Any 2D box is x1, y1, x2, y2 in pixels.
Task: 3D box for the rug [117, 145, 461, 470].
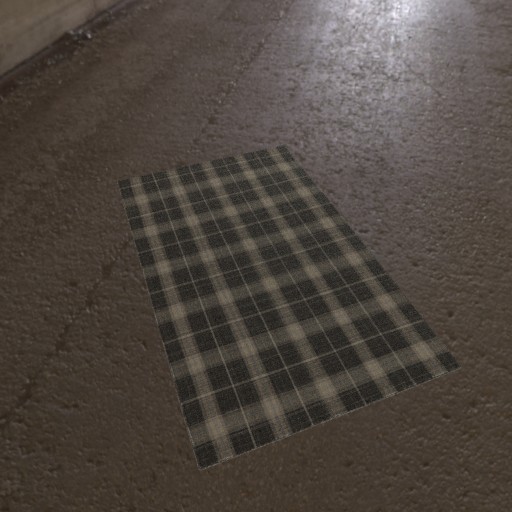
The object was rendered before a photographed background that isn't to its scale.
[{"bbox_3d":[0.000,0.000,3.057,1.520,0.015,2.434,-16,48,-15],"label":"rug"}]
